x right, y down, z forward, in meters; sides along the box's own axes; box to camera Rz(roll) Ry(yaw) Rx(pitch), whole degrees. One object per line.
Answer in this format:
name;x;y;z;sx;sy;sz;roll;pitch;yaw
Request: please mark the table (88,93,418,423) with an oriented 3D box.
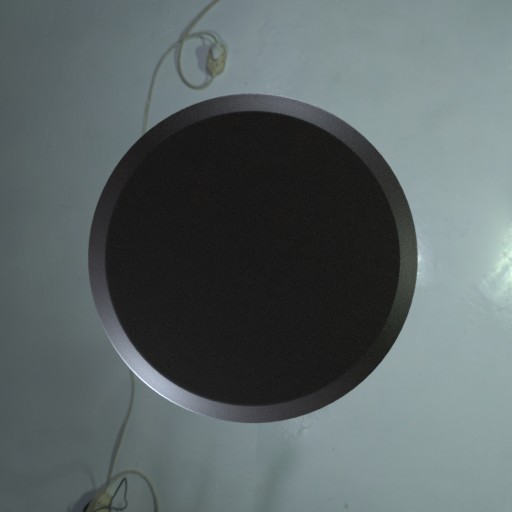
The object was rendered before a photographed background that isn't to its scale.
table;0.000;0.000;0.896;0.457;0.585;0.457;0;91;1
